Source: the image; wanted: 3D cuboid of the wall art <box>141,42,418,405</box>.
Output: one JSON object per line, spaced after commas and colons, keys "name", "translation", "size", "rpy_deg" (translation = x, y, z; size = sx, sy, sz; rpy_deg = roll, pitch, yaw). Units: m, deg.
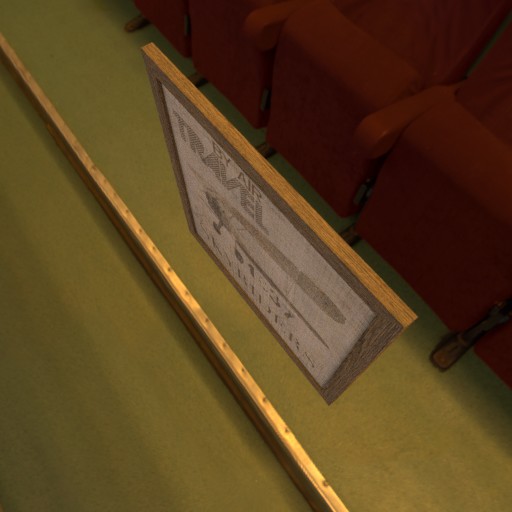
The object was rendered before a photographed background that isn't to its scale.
{"name": "wall art", "translation": [0.000, 0.000, 0.755], "size": [0.019, 0.508, 0.508], "rpy_deg": [-34, 68, -16]}
